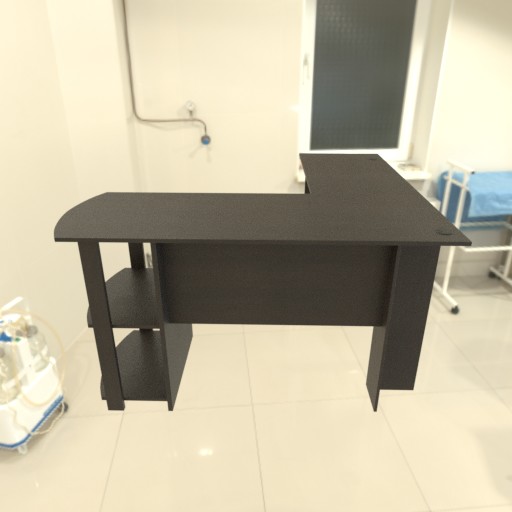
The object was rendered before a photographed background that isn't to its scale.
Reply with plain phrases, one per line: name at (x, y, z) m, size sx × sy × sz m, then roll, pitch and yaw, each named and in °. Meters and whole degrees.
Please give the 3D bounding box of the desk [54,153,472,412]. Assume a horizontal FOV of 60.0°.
desk at (0.000, 0.000, 2.116) m, size 1.361 × 0.716 × 1.303 m, roll 1°, pitch 25°, yaw 1°
